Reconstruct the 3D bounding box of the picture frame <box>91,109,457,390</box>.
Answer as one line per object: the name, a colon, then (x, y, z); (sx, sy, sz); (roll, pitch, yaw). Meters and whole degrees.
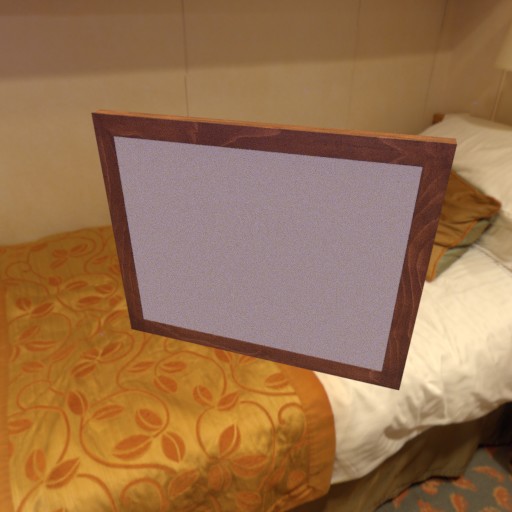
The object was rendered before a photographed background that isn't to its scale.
picture frame: (0.000, 0.000, 0.779); (0.559, 0.457, 0.025); (9, 32, 15)
